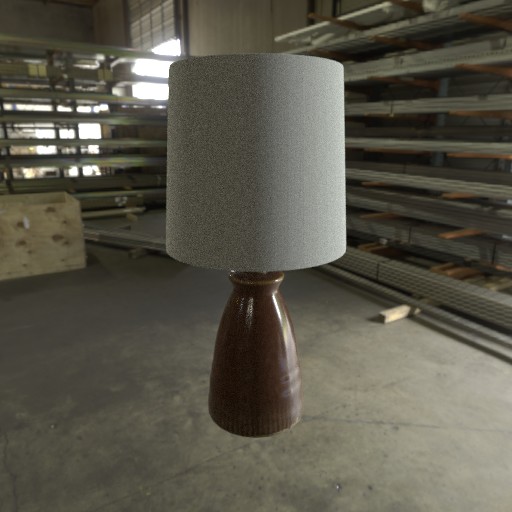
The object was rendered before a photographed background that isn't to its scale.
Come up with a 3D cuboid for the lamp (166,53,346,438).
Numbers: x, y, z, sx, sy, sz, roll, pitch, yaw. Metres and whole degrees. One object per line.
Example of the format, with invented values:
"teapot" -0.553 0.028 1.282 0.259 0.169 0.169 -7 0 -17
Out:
"lamp" 0.000 0.000 0.470 0.186 0.369 0.186 0 15 0
